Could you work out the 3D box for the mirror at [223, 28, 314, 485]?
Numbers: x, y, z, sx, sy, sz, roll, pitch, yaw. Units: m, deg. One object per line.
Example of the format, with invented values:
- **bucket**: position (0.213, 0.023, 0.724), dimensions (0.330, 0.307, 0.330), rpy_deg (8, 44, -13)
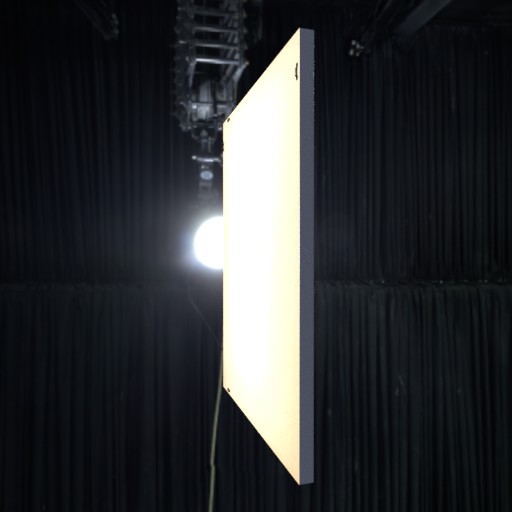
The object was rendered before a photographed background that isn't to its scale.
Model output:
- **mirror**: position (0.000, 0.000, 1.354), dimensions (0.040, 1.016, 0.762), rpy_deg (0, 0, -17)
